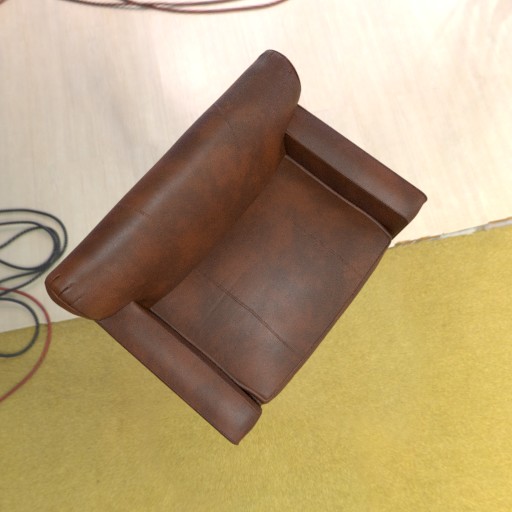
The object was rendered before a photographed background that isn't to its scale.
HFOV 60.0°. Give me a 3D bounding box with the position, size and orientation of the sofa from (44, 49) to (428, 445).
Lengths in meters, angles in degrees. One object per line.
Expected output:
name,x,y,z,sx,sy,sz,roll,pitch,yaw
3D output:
sofa,0.000,0.000,2.111,1.000,0.956,1.413,38,78,9
